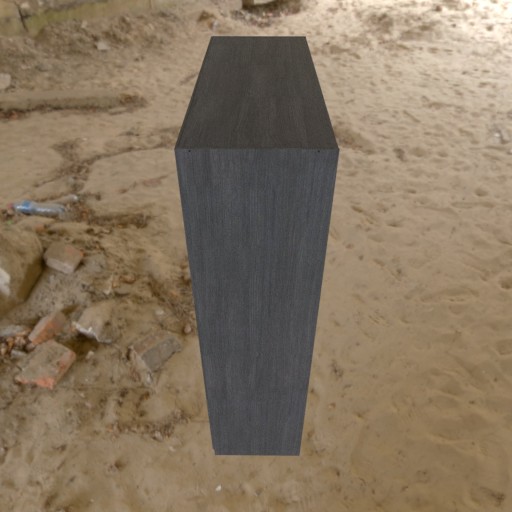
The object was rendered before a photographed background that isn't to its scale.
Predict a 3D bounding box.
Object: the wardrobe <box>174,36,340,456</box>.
[{"bbox_3d":[0.000,0.000,2.430,0.510,1.910,1.290,0,40,0],"label":"wardrobe"}]
